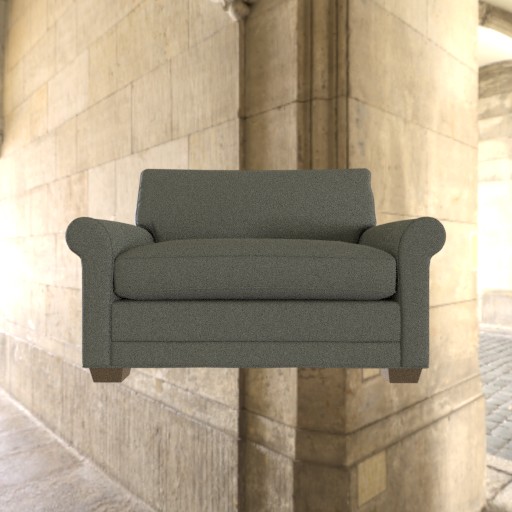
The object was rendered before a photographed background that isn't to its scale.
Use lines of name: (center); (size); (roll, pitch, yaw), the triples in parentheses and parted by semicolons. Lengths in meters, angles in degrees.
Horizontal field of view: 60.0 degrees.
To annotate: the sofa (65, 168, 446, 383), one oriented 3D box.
sofa: (0.000, 0.000, 2.069); (1.410, 0.953, 0.940); (0, 0, 0)
